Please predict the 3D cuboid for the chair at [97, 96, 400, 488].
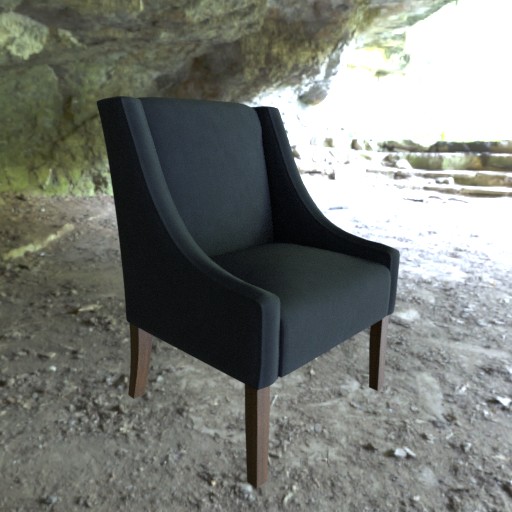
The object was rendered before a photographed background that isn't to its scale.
[{"bbox_3d":[0.000,0.000,1.310,0.629,0.895,0.629,14,20,42],"label":"chair"}]
